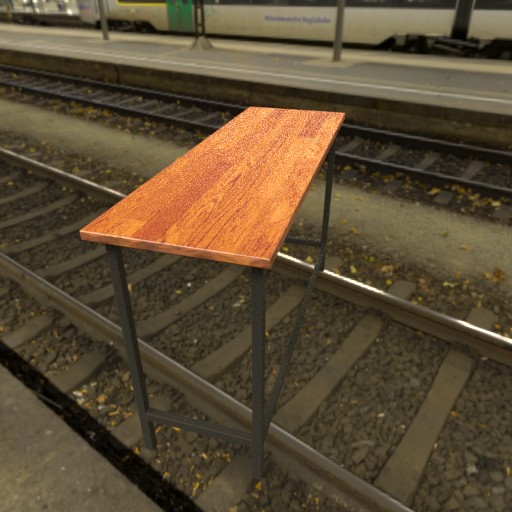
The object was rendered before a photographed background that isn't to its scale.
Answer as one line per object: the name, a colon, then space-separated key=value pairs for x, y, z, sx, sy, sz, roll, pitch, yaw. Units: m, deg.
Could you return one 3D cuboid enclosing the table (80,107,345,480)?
table: x=0.000 y=0.000 z=1.550 sx=0.408 sy=0.740 sz=1.204 roll=9 pitch=32 yaw=14
